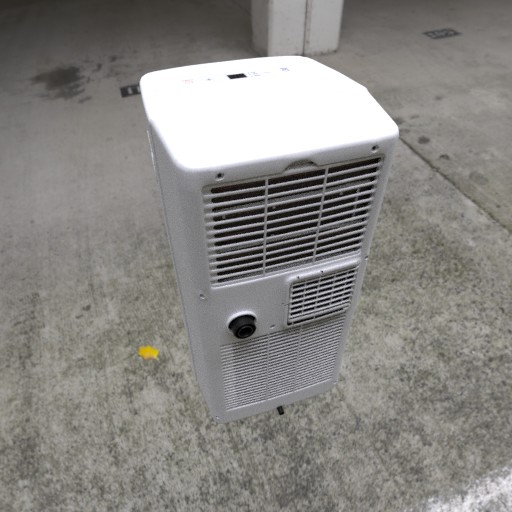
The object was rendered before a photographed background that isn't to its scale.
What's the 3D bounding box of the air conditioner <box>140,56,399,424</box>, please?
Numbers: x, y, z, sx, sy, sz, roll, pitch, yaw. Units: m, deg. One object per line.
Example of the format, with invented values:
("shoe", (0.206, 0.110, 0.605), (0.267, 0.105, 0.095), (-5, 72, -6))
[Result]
("air conditioner", (0.000, 0.000, 0.808), (0.304, 0.606, 0.349), (-13, 44, -14))
